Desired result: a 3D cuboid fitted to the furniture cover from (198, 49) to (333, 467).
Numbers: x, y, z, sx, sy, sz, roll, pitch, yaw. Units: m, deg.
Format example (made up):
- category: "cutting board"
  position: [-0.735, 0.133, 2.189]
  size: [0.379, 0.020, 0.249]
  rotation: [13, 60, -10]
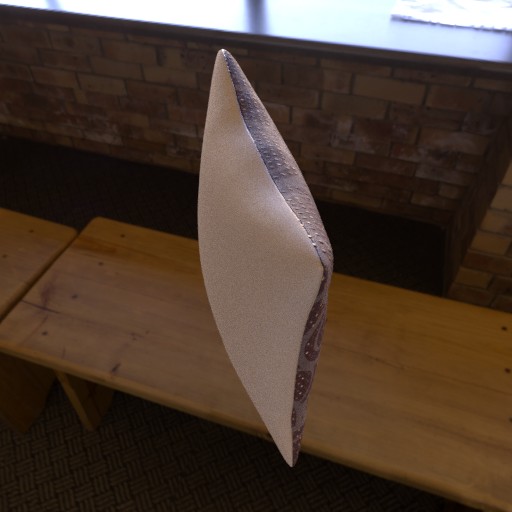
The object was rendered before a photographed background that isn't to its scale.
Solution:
- category: "furniture cover"
  position: [0.000, 0.000, 0.779]
  size: [0.193, 0.509, 0.552]
  rotation: [-9, 46, -9]
